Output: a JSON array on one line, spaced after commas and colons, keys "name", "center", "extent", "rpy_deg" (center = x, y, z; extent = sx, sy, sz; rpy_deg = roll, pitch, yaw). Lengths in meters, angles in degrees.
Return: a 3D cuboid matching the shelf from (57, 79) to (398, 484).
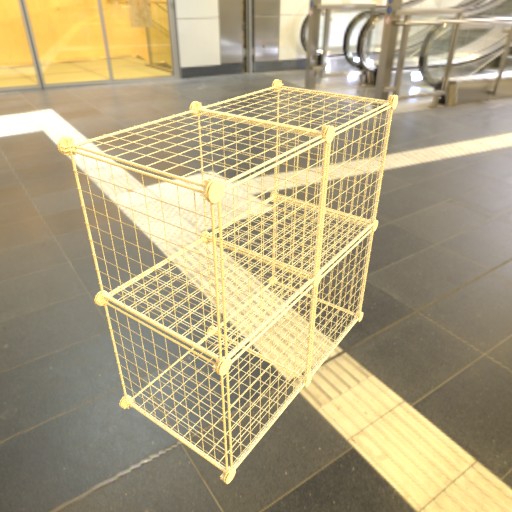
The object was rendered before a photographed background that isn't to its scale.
[{"name": "shelf", "center": [0.000, 0.000, 1.123], "extent": [0.356, 0.711, 0.711], "rpy_deg": [21, 37, 30]}]
